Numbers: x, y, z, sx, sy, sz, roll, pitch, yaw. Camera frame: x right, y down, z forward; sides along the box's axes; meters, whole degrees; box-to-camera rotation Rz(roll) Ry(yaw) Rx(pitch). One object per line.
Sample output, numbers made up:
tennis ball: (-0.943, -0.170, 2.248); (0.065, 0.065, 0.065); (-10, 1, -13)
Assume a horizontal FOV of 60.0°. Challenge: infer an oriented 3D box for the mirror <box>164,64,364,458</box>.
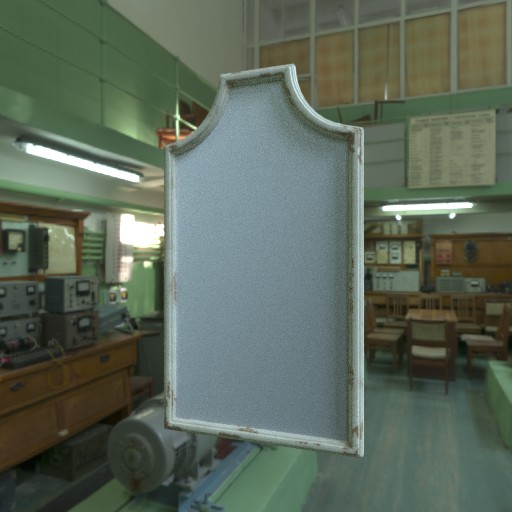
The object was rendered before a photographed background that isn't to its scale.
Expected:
mirror: (0.000, 0.000, 0.854); (0.403, 0.717, 0.022); (0, 0, 20)
